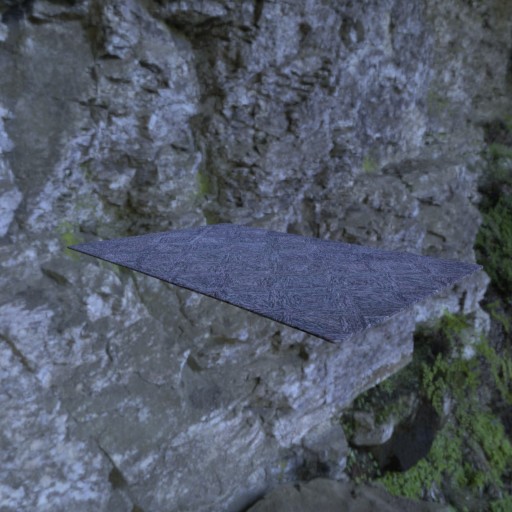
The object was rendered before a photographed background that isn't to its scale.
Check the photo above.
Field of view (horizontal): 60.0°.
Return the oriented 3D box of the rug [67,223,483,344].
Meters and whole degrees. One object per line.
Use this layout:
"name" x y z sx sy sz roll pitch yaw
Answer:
"rug" 0.000 0.000 2.186 1.752 0.013 1.158 13 18 43
